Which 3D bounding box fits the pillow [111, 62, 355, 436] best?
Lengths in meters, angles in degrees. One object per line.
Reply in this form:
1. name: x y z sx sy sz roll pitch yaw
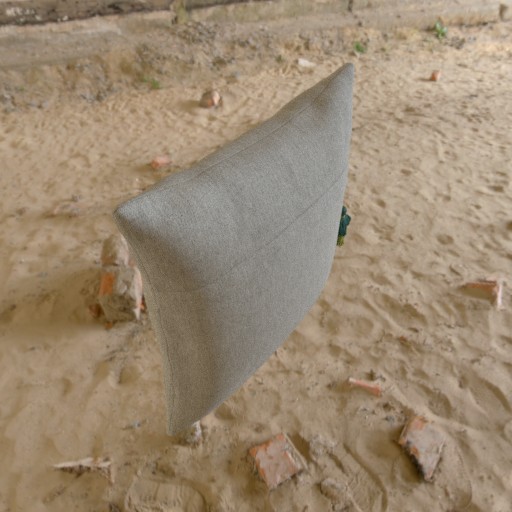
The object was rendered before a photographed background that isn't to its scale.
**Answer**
1. pillow: 0.000 0.000 0.650 0.173 0.436 0.433 26 49 26
